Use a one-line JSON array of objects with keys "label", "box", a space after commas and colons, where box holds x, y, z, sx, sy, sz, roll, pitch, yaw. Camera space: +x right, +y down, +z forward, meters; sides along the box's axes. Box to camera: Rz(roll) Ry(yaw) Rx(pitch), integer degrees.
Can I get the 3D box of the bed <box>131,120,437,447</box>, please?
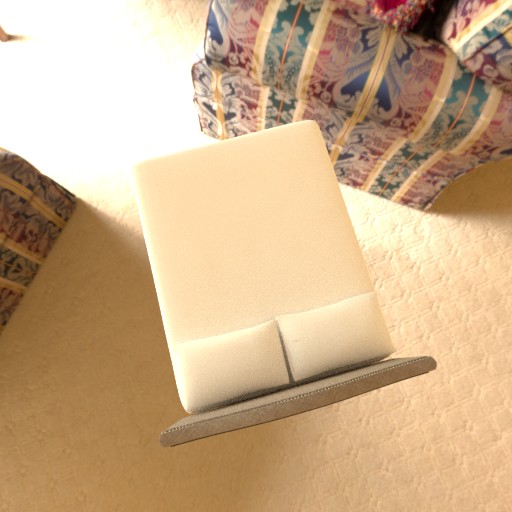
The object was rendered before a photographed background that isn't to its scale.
[{"label": "bed", "box": [0.000, 0.000, 3.301, 1.713, 1.518, 2.153, -15, 76, -4]}]
